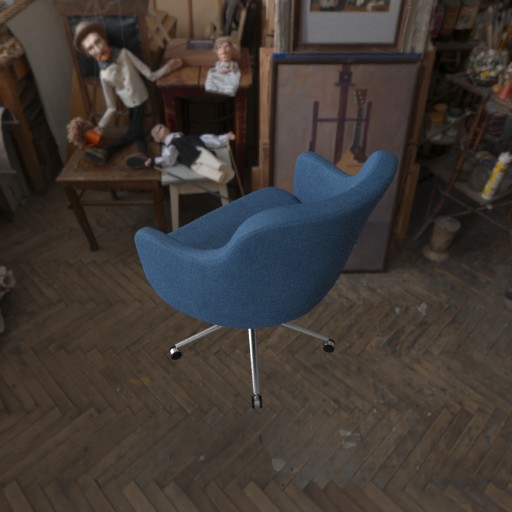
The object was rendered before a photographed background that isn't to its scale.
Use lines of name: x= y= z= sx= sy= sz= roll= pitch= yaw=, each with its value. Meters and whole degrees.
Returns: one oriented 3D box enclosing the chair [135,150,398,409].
chair: x=0.000 y=0.000 z=1.292 sx=0.599 sy=0.820 sz=0.655 roll=-30 pitch=52 yaw=-26
